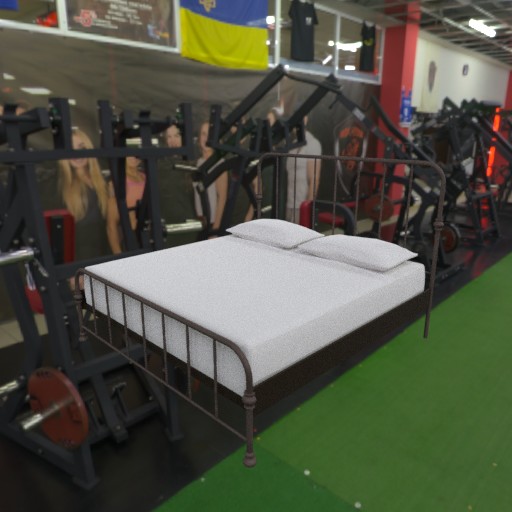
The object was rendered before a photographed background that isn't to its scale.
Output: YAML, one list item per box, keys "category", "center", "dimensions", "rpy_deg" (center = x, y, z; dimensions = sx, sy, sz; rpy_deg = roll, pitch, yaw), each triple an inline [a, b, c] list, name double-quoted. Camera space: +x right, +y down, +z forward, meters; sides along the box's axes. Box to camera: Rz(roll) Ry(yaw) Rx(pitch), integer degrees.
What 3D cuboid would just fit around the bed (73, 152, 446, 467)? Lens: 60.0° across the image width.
- category: "bed"
  center: [0.000, 0.000, 3.492]
  dimensions: [2.134, 1.446, 2.044]
  rpy_deg: [-16, 22, -43]
